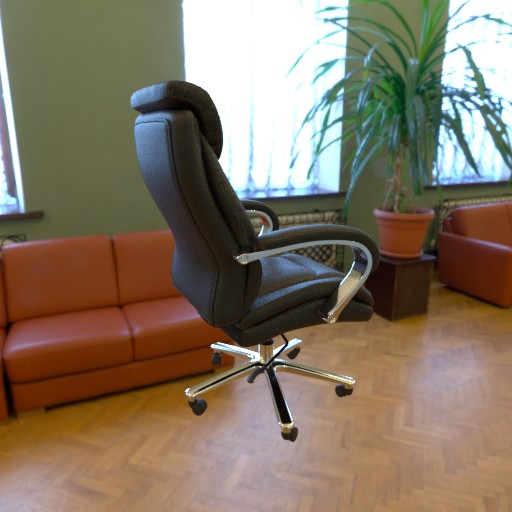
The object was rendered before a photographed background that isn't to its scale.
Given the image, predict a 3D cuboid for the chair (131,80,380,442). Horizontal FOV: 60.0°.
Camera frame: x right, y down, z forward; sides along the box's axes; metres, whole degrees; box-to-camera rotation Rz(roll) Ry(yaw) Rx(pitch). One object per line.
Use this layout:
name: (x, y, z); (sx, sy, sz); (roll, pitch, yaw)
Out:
chair: (0.000, 0.000, 1.682); (0.790, 1.183, 0.755); (-7, 17, -26)
